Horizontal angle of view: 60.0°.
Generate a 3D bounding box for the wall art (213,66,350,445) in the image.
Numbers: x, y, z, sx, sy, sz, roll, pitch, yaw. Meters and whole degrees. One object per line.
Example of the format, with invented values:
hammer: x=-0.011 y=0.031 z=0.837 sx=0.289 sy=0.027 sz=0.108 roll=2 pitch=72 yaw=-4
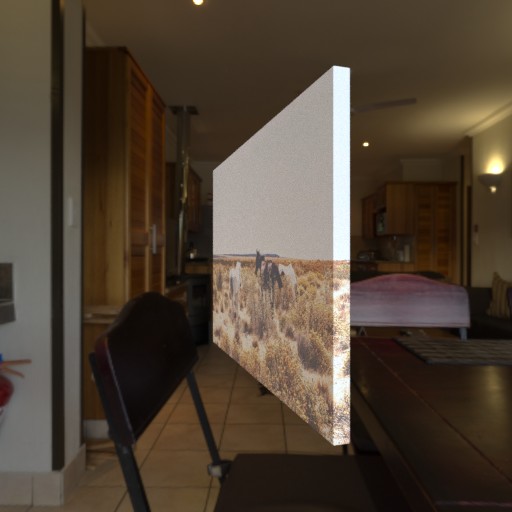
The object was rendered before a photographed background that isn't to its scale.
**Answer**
wall art: x=0.000 y=0.000 z=1.916 sx=0.051 sy=1.016 sz=1.520 roll=0 pitch=0 yaw=-18
